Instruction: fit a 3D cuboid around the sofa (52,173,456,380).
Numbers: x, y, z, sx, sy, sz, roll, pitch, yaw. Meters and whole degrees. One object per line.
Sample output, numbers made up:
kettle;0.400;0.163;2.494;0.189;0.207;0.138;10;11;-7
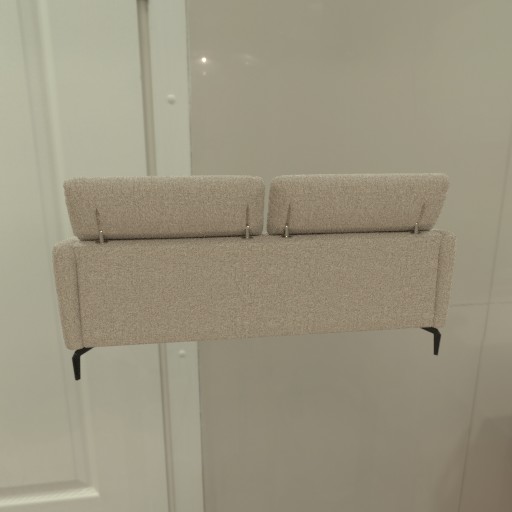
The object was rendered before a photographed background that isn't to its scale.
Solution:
sofa;0.000;0.000;2.501;2.015;0.956;0.856;-2;15;-8
